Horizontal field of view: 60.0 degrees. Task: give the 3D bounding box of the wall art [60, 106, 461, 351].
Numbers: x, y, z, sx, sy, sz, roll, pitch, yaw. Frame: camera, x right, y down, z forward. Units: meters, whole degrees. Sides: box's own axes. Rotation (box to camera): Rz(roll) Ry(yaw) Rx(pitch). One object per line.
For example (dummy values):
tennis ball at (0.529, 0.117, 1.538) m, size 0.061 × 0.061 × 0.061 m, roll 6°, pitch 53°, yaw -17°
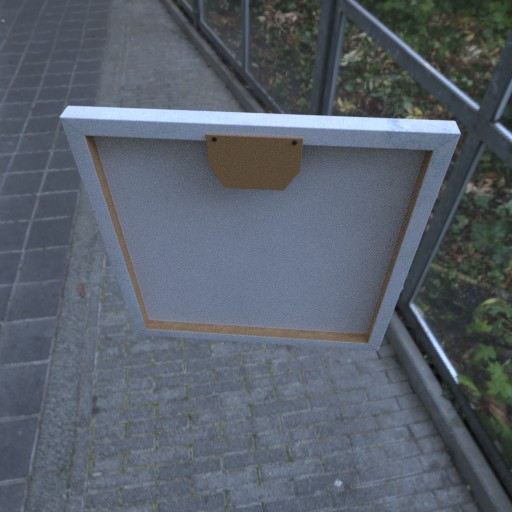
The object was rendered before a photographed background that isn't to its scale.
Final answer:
wall art at (0.000, 0.000, 0.896) m, size 0.605 × 0.605 × 0.044 m, roll 3°, pitch 47°, yaw 3°
